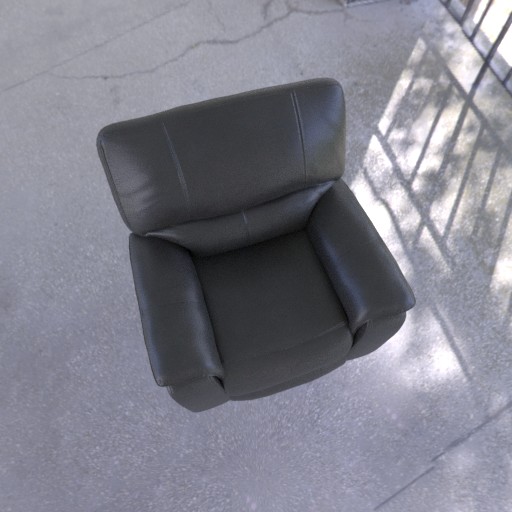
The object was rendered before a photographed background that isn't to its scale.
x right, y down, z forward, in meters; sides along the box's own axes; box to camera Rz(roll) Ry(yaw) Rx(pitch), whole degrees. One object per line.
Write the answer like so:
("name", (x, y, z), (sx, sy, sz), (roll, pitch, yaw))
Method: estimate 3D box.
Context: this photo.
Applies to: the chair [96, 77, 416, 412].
("chair", (0.000, 0.000, 2.008), (1.096, 1.109, 1.087), (-17, 64, -8))
